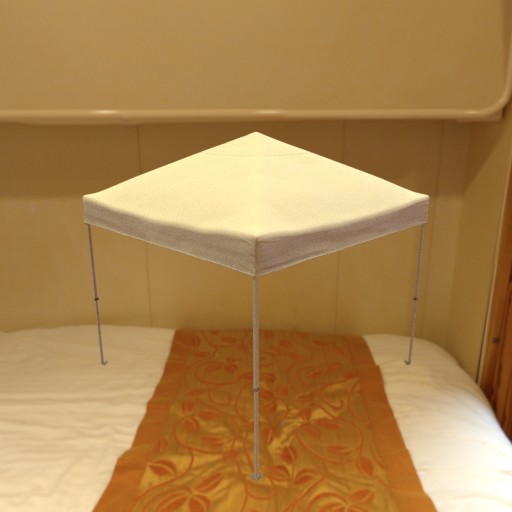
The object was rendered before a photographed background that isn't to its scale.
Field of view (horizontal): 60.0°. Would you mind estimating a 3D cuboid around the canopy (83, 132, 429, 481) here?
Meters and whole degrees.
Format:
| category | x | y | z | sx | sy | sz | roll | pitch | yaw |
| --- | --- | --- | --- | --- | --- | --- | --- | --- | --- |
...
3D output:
| category | x | y | z | sx | sy | sz | roll | pitch | yaw |
| --- | --- | --- | --- | --- | --- | --- | --- | --- | --- |
| canopy | 0.000 | 0.000 | 5.558 | 2.996 | 2.997 | 2.998 | 15 | 22 | 43 |
